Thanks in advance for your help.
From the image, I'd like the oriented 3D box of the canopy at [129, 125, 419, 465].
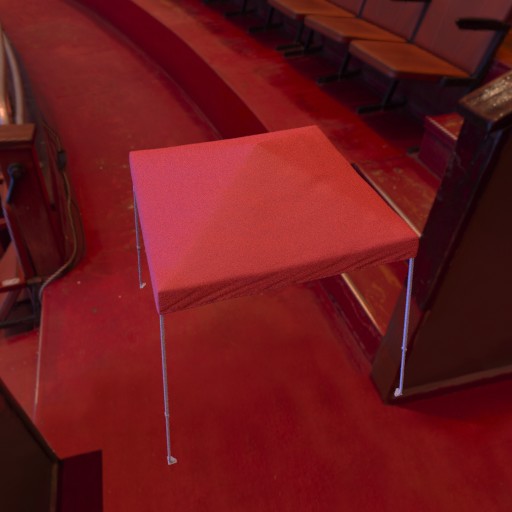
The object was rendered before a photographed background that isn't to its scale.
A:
[{"bbox_3d":[0.000,0.000,6.509,3.600,3.600,3.599,-12,43,-13],"label":"canopy"}]
